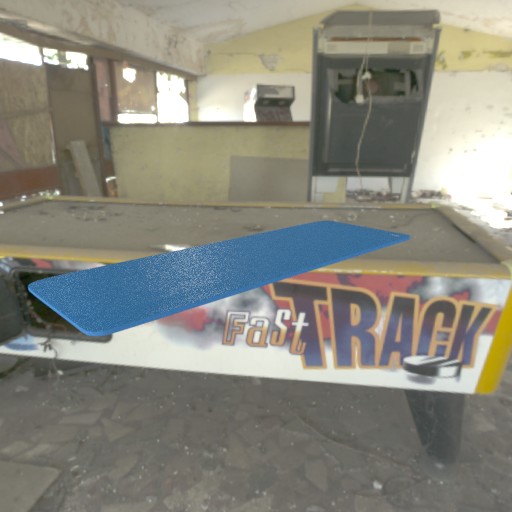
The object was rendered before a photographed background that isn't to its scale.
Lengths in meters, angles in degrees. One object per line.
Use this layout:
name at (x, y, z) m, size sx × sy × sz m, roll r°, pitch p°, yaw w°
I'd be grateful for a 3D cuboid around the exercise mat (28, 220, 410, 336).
exercise mat at (0.000, 0.000, 2.102) m, size 1.869 × 0.021 × 0.616 m, roll -14°, pitch 21°, yaw -41°
